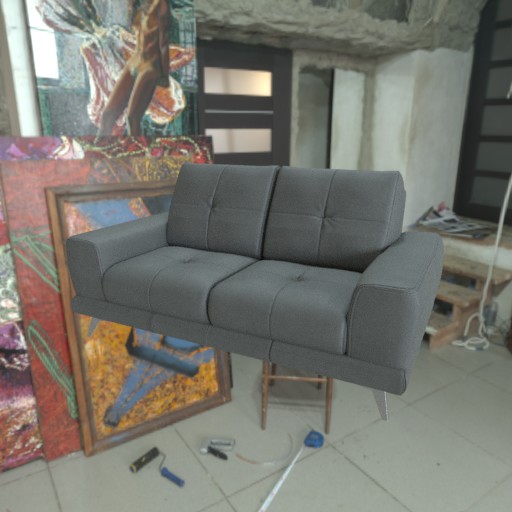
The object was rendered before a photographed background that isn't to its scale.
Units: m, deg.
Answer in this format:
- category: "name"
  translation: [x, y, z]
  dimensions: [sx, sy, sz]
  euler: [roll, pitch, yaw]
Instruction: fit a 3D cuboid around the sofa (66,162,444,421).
- category: "sofa"
  translation: [0.000, 0.000, 2.368]
  dimensions: [1.806, 0.907, 1.018]
  euler: [8, 18, 26]
